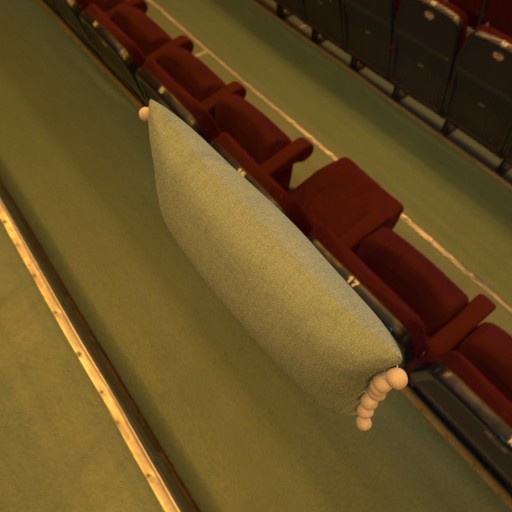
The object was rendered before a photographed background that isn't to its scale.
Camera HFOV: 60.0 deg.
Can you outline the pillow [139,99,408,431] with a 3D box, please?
[{"bbox_3d":[0.000,0.000,0.850,0.201,0.322,0.709,-33,63,-19],"label":"pillow"}]
